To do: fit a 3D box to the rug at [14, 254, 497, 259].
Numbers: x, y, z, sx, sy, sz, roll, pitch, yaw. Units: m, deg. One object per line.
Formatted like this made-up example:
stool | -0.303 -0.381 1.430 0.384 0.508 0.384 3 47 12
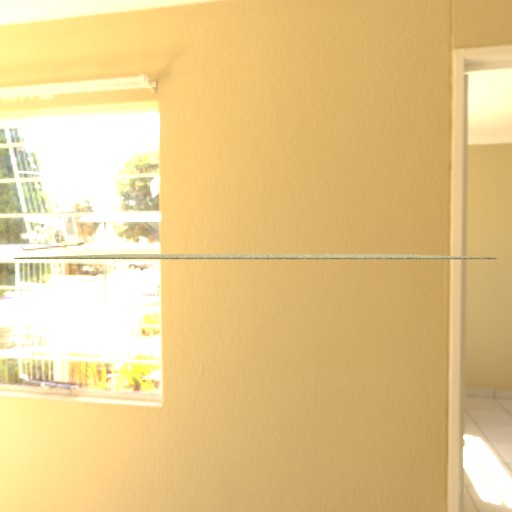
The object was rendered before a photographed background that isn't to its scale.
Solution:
rug | 0.000 0.000 2.179 1.752 0.006 1.142 0 1 1
